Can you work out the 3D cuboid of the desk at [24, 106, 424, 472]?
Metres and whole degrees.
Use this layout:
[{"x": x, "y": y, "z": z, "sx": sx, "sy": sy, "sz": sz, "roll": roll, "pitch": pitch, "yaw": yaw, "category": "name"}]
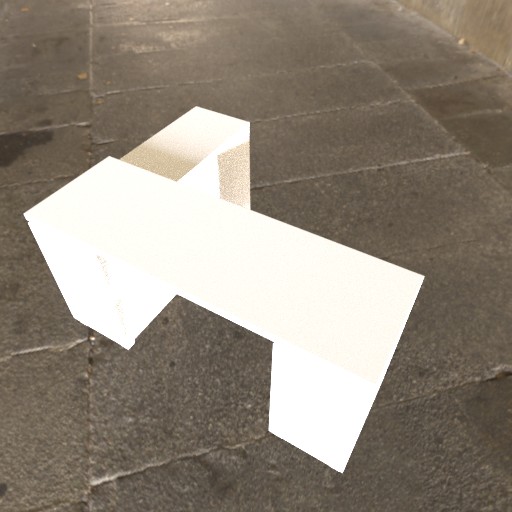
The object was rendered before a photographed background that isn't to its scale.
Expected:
[{"x": 0.000, "y": 0.000, "z": 2.194, "sx": 1.524, "sy": 0.759, "sz": 1.199, "roll": 23, "pitch": 50, "yaw": 21, "category": "desk"}]
